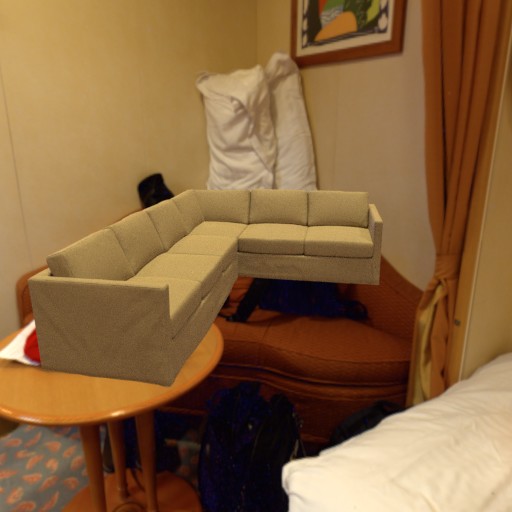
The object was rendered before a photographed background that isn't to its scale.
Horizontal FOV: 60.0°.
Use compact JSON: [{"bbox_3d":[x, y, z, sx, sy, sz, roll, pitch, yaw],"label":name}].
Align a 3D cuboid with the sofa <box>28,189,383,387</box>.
[{"bbox_3d":[0.000,0.000,4.188,2.432,0.871,3.182,3,17,9],"label":"sofa"}]
